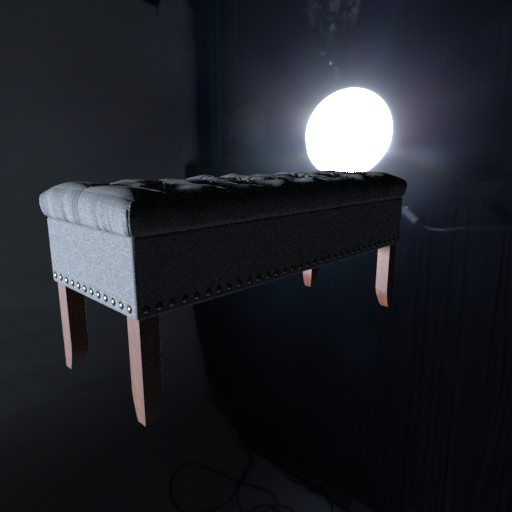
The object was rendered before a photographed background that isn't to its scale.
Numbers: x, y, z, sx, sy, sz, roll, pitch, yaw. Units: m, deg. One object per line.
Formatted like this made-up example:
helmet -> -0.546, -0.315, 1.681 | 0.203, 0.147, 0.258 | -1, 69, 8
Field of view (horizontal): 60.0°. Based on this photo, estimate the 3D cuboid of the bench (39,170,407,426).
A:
bench -> 0.000, 0.000, 1.312 | 0.417, 0.470, 1.052 | 13, 18, 43
